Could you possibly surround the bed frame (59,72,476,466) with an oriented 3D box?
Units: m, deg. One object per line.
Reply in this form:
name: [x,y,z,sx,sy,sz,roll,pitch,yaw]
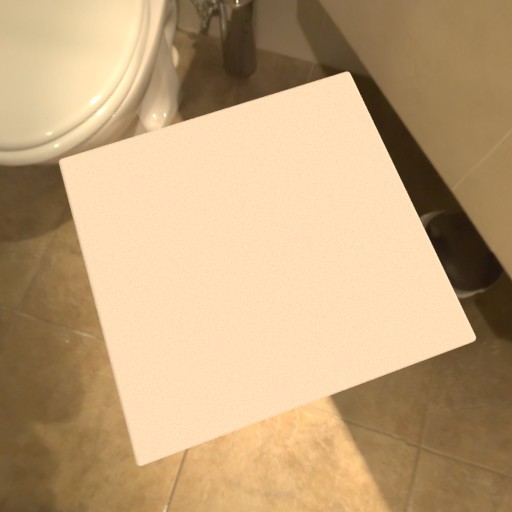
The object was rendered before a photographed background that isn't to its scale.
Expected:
bed frame: [0.000,0.000,2.945,2.033,0.525,1.935,-19,75,-5]
